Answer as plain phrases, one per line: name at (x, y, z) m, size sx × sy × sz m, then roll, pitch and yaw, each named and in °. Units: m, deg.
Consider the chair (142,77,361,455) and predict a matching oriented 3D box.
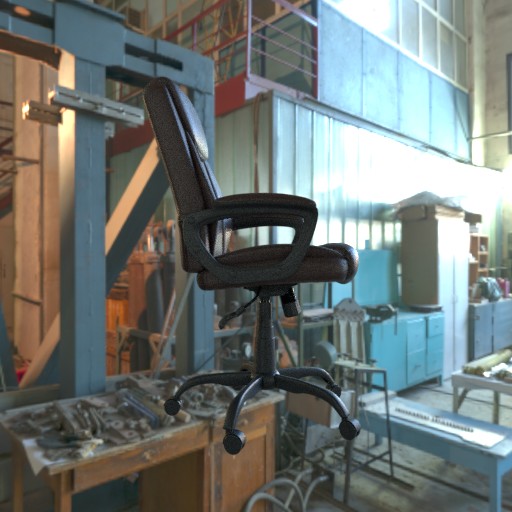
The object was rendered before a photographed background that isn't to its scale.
chair at (0.000, 0.000, 1.492) m, size 0.655 × 1.072 × 0.615 m, roll 0°, pitch 0°, yaw 2°
